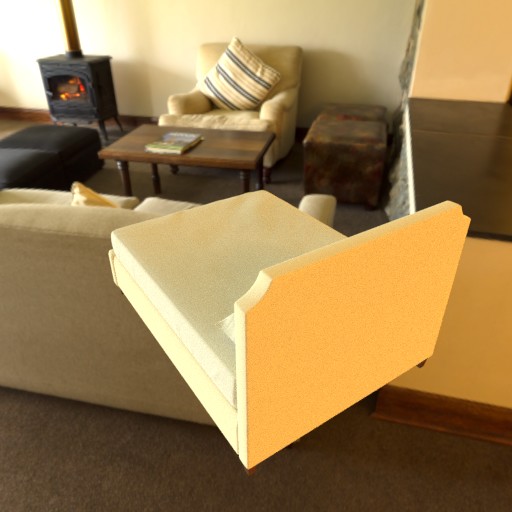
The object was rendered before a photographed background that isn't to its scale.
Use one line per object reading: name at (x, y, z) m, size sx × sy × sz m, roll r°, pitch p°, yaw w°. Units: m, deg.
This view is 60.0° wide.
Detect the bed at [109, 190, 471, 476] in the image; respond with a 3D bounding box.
bed at (0.000, 0.000, 3.498) m, size 1.703 × 1.415 × 2.329 m, roll -19°, pitch 36°, yaw -28°
